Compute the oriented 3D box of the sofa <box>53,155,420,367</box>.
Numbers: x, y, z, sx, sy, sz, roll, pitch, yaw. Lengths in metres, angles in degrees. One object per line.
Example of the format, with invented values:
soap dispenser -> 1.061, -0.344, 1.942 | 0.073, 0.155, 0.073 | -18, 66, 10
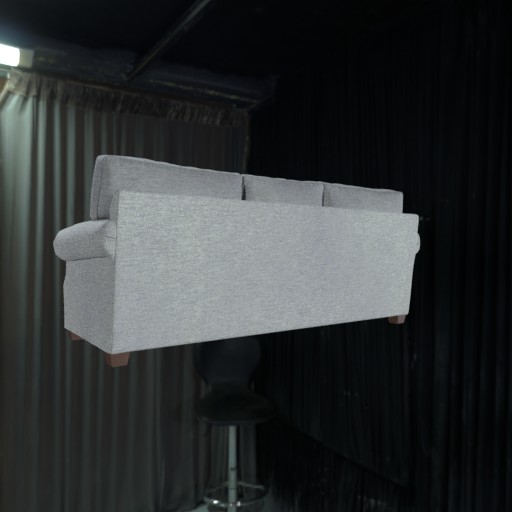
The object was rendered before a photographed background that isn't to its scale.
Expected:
sofa -> 0.000, 0.000, 2.878 | 2.312, 0.975, 0.965 | 0, 1, -36
